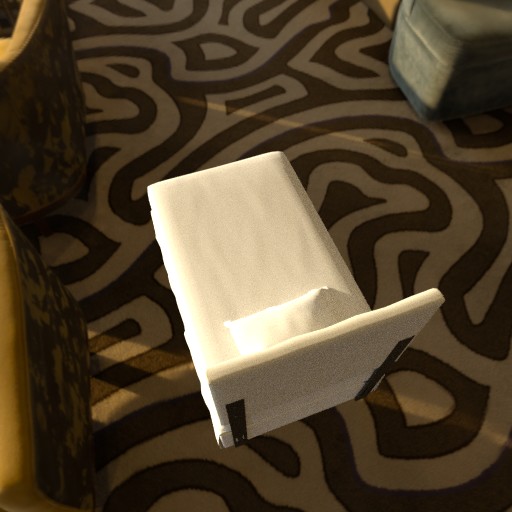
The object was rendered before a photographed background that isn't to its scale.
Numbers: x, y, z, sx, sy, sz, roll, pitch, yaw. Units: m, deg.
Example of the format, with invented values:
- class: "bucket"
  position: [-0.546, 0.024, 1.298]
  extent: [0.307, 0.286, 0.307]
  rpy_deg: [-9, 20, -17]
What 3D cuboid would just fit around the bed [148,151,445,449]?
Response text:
- class: "bed"
  position: [0.000, 0.000, 3.057]
  extent: [1.261, 1.571, 1.997]
  rpy_deg: [-17, 59, -11]
